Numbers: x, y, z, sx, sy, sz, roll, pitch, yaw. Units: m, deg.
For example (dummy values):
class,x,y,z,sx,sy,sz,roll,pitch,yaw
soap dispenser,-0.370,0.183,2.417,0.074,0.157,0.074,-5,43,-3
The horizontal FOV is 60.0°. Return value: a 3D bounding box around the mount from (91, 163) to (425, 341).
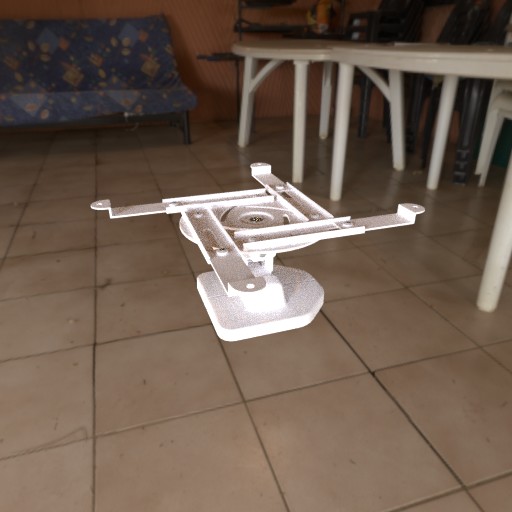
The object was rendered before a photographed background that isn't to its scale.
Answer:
class,x,y,z,sx,sy,sz,roll,pitch,yaw
mount,0.000,0.000,0.589,0.394,0.141,0.394,-9,28,-17
